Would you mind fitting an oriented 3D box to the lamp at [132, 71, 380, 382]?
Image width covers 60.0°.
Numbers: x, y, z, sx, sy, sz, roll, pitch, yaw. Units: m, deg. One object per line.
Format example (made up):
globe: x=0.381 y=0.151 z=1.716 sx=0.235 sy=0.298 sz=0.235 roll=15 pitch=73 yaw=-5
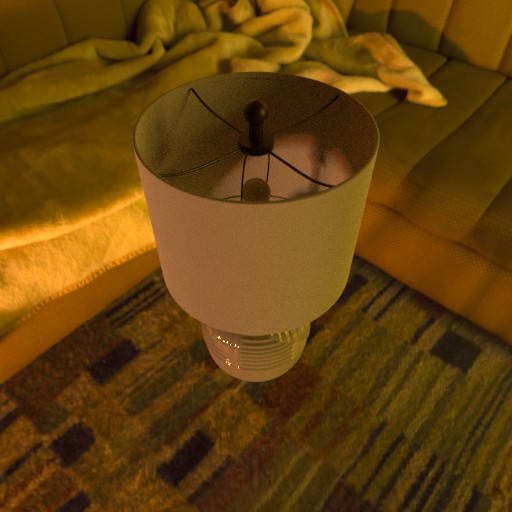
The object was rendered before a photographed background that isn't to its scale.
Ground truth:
lamp: x=0.000 y=0.000 z=0.760 sx=0.318 sy=0.567 sz=0.318 roll=0 pitch=47 yaw=0
